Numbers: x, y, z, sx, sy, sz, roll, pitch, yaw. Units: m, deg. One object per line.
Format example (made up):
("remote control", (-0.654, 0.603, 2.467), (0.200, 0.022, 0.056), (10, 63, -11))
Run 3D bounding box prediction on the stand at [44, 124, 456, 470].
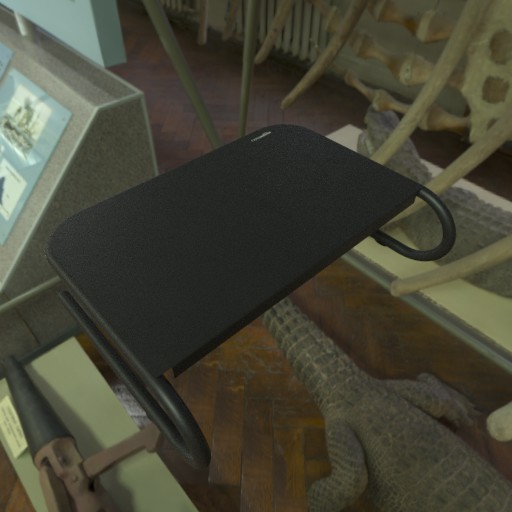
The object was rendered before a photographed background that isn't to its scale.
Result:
("stand", (0.000, 0.000, 0.495), (0.370, 0.108, 0.280), (-33, 53, -29))
